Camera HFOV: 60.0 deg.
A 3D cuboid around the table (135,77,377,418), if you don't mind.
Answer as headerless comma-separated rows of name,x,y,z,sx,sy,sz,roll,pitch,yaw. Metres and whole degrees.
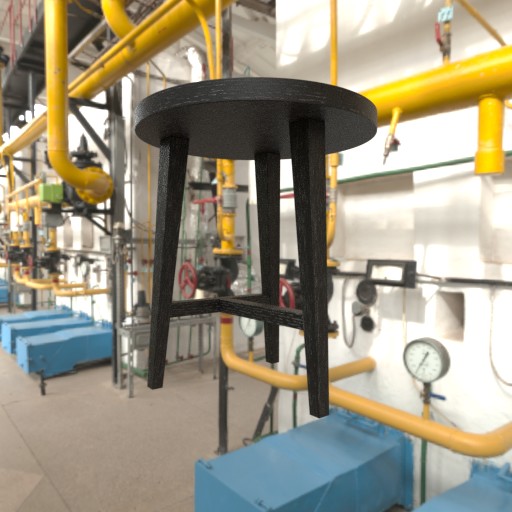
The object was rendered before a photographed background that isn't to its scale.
table,0.000,0.000,0.761,0.399,0.460,0.399,0,2,0
